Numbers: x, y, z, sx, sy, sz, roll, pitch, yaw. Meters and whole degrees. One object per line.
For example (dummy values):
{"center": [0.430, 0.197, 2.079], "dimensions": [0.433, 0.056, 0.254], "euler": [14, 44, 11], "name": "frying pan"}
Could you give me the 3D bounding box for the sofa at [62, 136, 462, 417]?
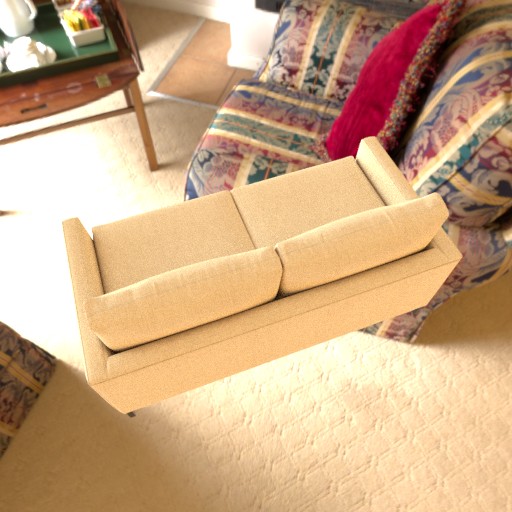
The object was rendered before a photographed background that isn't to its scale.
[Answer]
{"center": [0.000, 0.000, 2.122], "dimensions": [1.651, 0.812, 0.839], "euler": [-17, 59, -11], "name": "sofa"}
